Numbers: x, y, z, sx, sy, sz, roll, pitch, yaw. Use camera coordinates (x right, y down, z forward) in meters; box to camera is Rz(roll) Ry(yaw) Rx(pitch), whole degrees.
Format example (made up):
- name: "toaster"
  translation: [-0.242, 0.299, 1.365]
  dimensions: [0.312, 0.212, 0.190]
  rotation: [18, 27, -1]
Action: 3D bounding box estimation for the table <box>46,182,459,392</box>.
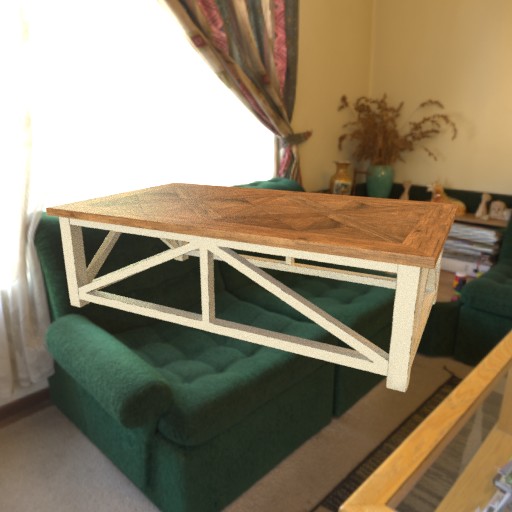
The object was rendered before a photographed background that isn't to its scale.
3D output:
- name: "table"
  translation: [0.000, 0.000, 1.788]
  dimensions: [1.400, 0.410, 0.800]
  rotation: [9, 19, 26]
